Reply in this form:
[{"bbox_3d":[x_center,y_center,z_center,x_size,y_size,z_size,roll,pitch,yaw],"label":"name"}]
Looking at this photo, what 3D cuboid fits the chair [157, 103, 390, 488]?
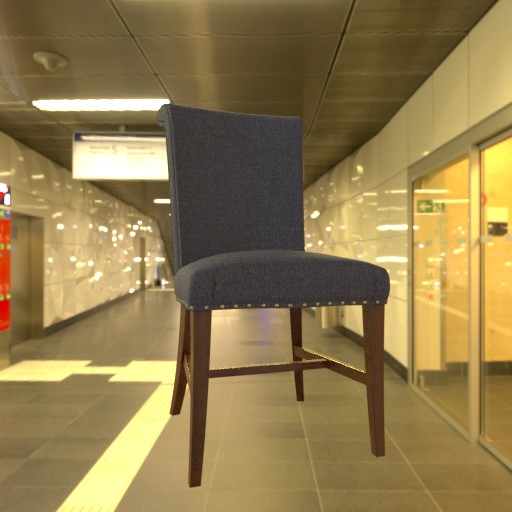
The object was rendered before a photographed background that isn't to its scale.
[{"bbox_3d":[0.000,0.000,1.284,0.513,0.988,0.608,0,0,-18],"label":"chair"}]
